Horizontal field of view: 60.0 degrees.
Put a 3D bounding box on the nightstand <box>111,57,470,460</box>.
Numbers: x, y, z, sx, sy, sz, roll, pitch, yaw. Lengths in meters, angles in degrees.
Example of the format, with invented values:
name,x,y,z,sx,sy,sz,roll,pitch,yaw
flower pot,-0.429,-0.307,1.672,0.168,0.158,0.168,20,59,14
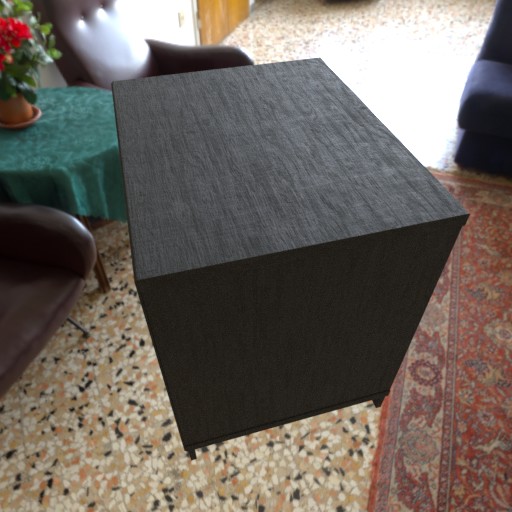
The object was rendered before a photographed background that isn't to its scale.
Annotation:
name,x,y,z,sx,sy,sz,roll,pitch,yaw
nightstand,0.000,0.000,0.734,0.347,0.448,0.427,-11,47,-11
